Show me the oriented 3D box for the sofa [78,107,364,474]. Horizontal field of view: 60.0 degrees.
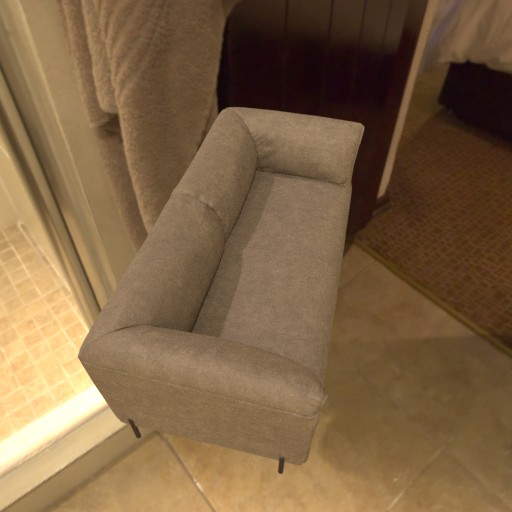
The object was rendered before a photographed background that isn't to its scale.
[{"bbox_3d":[0.000,0.000,2.355,0.905,0.747,1.878,10,47,9],"label":"sofa"}]
